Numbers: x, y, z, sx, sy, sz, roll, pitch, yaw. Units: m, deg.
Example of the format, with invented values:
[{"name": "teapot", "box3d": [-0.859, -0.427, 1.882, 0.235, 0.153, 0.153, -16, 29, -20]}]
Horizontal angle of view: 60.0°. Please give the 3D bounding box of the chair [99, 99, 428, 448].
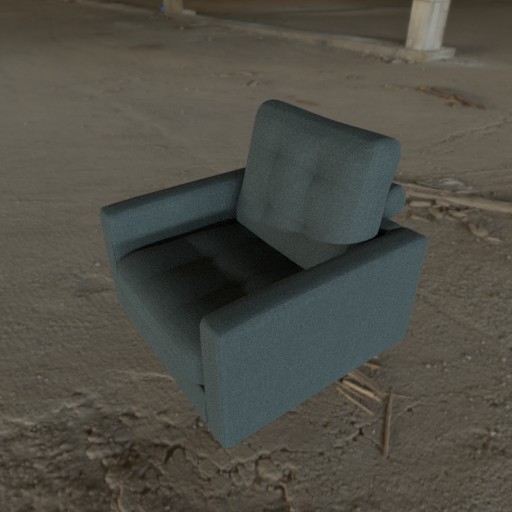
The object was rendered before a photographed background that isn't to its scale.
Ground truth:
[{"name": "chair", "box3d": [0.000, 0.000, 1.546, 0.843, 0.880, 0.821, -21, 39, -29]}]
